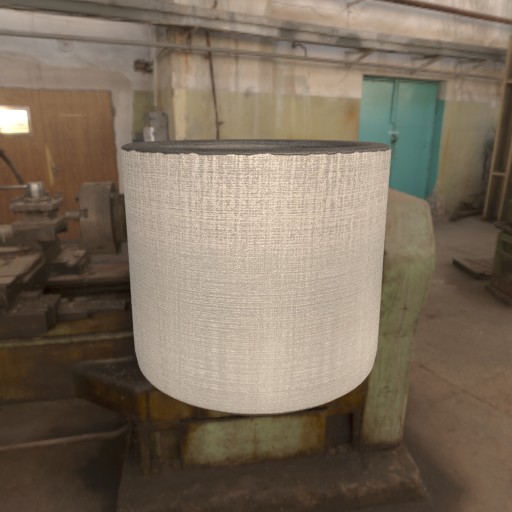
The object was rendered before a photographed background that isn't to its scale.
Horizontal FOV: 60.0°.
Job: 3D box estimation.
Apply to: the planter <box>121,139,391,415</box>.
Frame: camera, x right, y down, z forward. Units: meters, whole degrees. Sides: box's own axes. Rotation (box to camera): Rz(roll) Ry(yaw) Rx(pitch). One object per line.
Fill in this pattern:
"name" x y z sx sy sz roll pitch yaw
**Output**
"planter" 0.000 0.000 0.225 0.125 0.112 0.125 0 16 0
